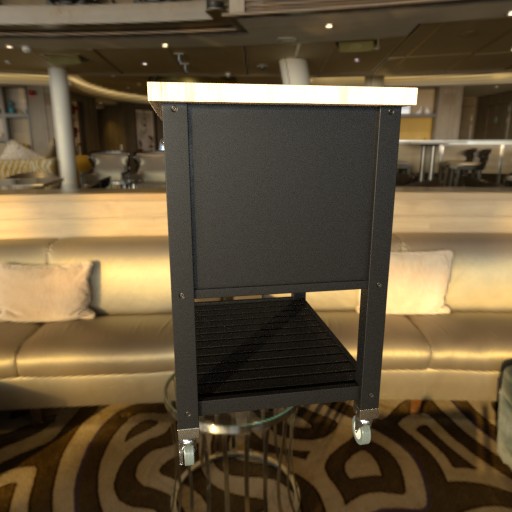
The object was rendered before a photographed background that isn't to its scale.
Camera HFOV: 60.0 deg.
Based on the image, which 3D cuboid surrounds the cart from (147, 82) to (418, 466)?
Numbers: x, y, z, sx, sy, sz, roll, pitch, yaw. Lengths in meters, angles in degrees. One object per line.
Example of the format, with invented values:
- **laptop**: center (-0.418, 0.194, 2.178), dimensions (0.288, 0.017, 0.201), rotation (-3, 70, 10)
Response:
- **cart**: center (0.000, 0.000, 1.399), dimensions (0.567, 0.920, 0.797), rotation (-2, 15, -10)
